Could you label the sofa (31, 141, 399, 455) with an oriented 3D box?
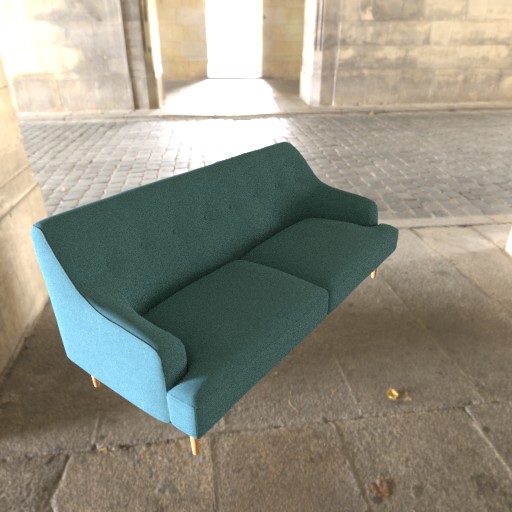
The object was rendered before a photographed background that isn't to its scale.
[{"bbox_3d":[0.000,0.000,2.534,0.978,0.871,2.057,18,32,32],"label":"sofa"}]
